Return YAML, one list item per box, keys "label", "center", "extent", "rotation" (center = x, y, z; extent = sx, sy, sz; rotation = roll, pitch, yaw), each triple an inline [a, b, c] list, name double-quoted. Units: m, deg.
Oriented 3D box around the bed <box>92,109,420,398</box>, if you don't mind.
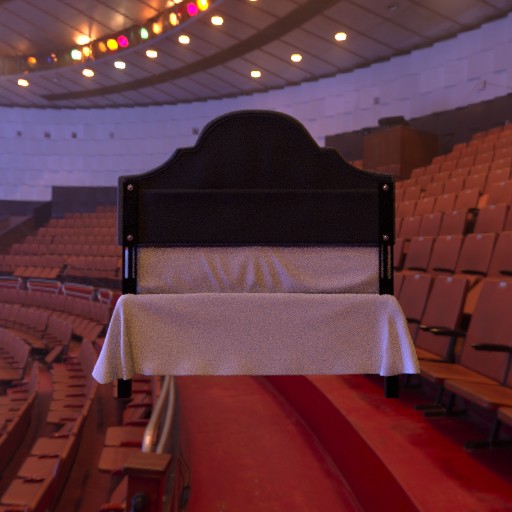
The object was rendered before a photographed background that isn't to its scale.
- label: "bed"
  center: [0.000, 0.000, 3.469]
  extent: [1.780, 1.634, 2.222]
  rotation: [0, -1, 0]
